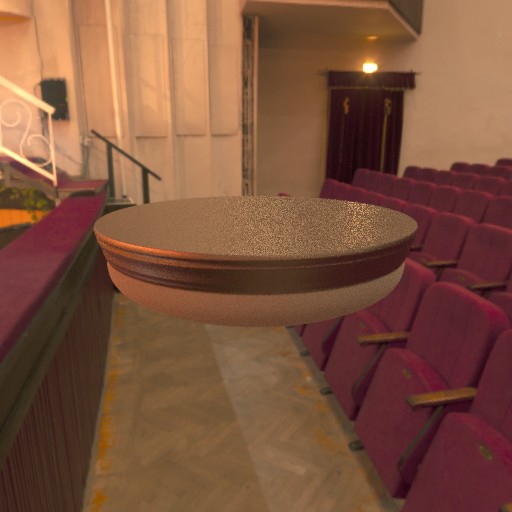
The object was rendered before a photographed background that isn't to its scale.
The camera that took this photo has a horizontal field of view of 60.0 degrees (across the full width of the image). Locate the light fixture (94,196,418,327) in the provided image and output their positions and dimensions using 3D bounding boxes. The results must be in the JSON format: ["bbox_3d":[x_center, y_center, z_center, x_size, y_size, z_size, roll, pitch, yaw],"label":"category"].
[{"bbox_3d":[0.000,0.000,0.545,0.368,0.100,0.368,0,15,0],"label":"light fixture"}]
